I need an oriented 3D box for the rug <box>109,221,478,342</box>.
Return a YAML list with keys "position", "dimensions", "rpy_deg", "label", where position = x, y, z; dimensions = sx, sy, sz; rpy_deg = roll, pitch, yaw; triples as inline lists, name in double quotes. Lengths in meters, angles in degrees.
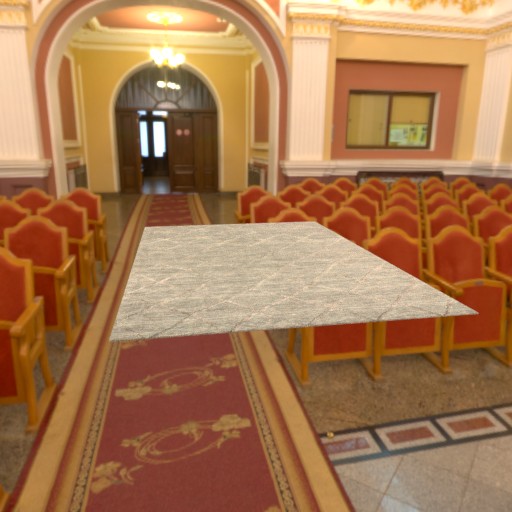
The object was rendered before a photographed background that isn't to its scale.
- position: [0.000, 0.000, 2.854]
  dimensions: [1.521, 0.006, 2.283]
  rpy_deg: [-3, 15, -10]
  label: "rug"
